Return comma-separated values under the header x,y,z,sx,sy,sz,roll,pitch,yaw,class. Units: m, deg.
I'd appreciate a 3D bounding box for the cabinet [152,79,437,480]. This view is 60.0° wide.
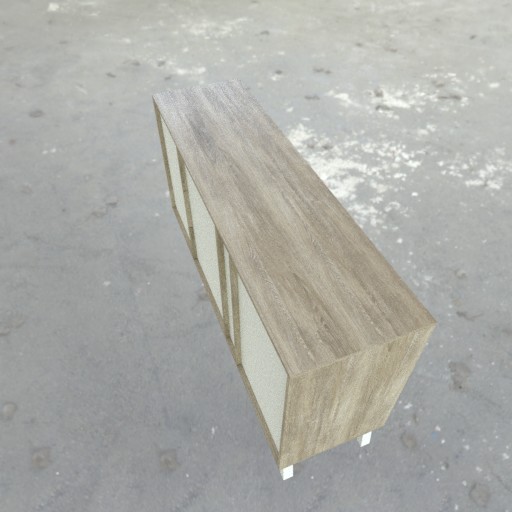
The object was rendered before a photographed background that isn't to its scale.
x,y,z,sx,sy,sz,roll,pitch,yaw,class
0.000,0.000,2.001,0.450,0.870,1.600,-16,49,-15,cabinet
